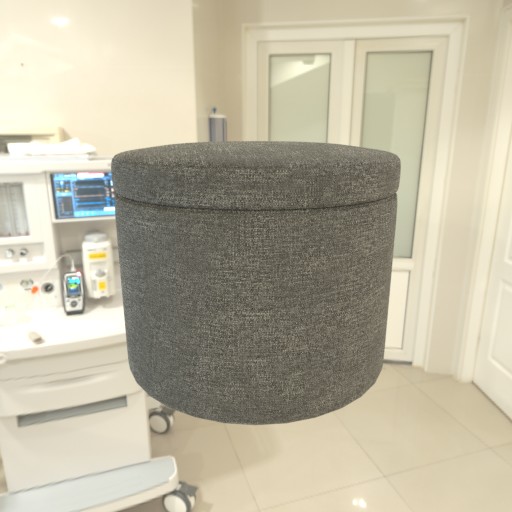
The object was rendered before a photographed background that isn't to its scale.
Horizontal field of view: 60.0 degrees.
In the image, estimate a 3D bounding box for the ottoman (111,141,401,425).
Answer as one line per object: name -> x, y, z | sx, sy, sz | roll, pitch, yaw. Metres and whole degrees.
ottoman -> 0.000, 0.000, 0.847 | 0.500, 0.419, 0.500 | 0, 16, 0
